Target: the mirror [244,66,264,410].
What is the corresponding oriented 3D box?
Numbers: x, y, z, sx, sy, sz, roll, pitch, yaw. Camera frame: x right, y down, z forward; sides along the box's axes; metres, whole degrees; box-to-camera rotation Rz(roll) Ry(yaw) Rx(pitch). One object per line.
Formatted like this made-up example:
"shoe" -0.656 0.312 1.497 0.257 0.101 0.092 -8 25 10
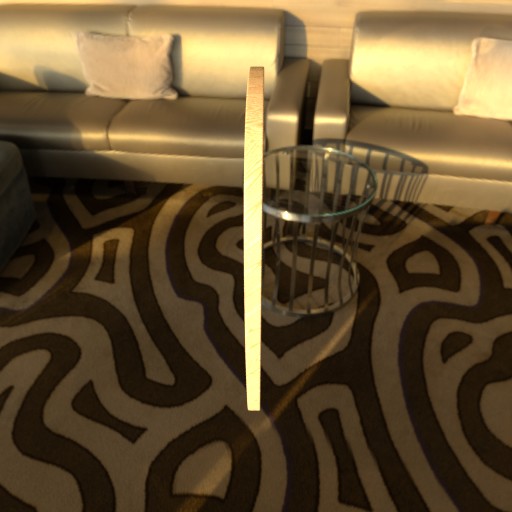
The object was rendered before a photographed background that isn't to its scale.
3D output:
"mirror" 0.000 0.000 1.365 0.037 1.075 0.724 1 41 1
